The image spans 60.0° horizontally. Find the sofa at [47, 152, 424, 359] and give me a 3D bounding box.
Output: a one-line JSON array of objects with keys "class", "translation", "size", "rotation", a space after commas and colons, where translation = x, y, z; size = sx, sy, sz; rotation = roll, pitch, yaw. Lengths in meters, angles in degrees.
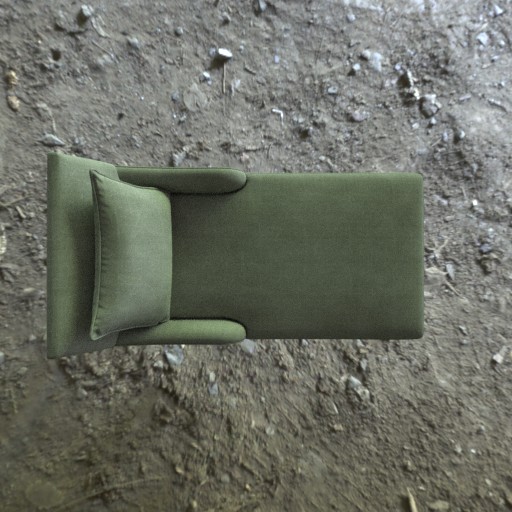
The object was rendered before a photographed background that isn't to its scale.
[{"class": "sofa", "translation": [0.000, 0.000, 2.267], "size": [1.779, 0.859, 0.894], "rotation": [0, 90, -2]}]
